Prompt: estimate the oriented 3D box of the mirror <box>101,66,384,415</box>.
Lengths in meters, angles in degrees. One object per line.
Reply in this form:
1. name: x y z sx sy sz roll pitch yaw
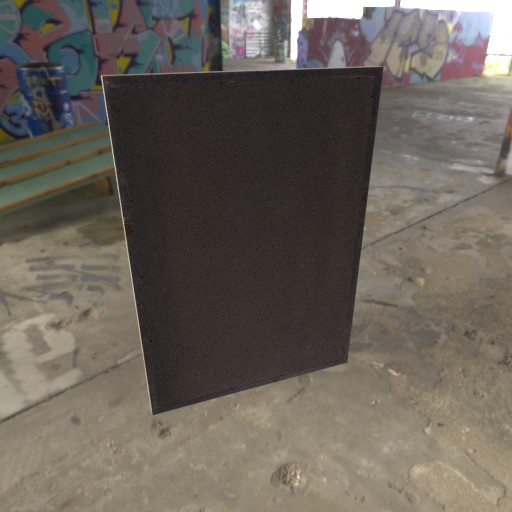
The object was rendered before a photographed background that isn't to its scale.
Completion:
1. mirror: 0.000 0.000 1.285 0.705 0.996 0.025 -10 29 -18
